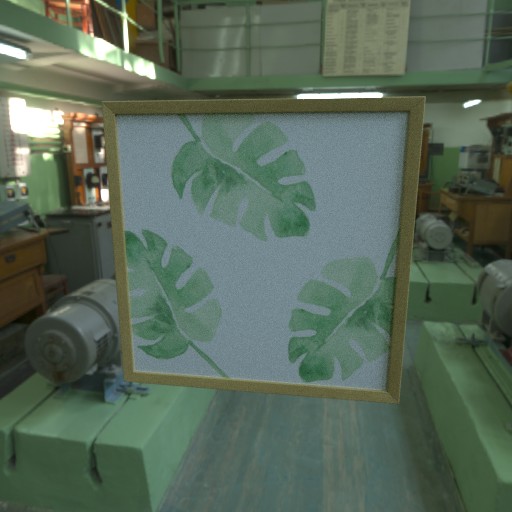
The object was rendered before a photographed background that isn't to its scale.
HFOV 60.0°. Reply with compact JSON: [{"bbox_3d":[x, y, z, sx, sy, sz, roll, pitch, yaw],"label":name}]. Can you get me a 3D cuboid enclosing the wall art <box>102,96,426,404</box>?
[{"bbox_3d":[0.000,0.000,1.143,0.763,0.763,0.037,2,14,8],"label":"wall art"}]
